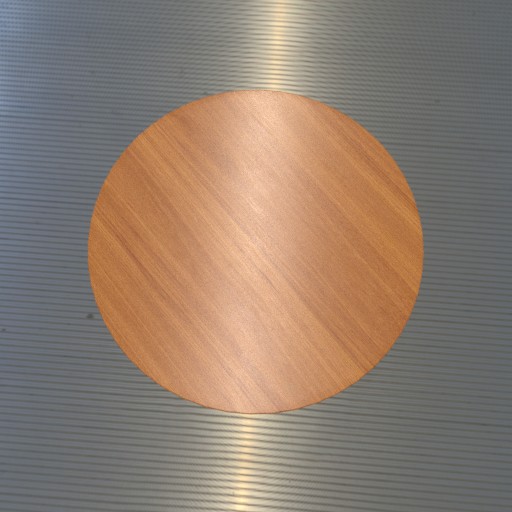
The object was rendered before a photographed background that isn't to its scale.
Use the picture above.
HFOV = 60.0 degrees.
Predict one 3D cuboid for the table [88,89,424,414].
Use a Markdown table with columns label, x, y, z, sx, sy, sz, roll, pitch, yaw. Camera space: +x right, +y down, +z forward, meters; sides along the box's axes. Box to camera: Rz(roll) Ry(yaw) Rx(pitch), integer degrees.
| label | x | y | z | sx | sy | sz | roll | pitch | yaw |
| --- | --- | --- | --- | --- | --- | --- | --- | --- | --- |
| table | 0.000 | 0.000 | 1.591 | 1.029 | 0.490 | 1.029 | 0 | 76 | 0 |
